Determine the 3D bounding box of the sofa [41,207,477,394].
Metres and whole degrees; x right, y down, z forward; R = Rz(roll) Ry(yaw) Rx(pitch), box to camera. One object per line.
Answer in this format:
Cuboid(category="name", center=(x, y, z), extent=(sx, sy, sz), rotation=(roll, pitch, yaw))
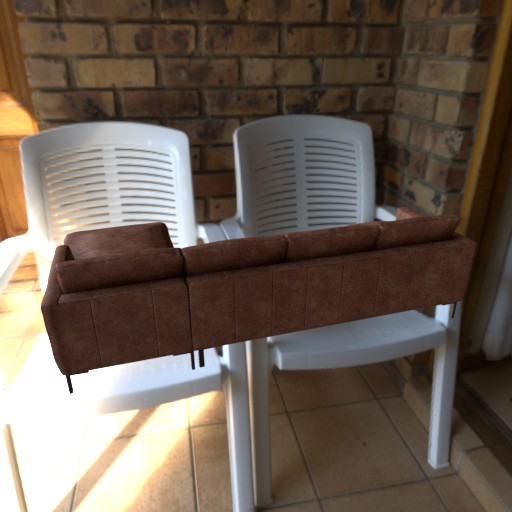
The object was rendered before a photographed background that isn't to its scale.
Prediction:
Cuboid(category="sofa", center=(0.000, 0.000, 3.583), extent=(2.993, 0.859, 1.471), rotation=(-8, 26, -16))
